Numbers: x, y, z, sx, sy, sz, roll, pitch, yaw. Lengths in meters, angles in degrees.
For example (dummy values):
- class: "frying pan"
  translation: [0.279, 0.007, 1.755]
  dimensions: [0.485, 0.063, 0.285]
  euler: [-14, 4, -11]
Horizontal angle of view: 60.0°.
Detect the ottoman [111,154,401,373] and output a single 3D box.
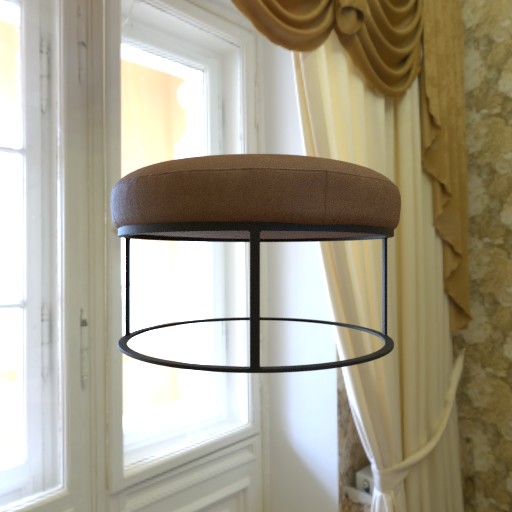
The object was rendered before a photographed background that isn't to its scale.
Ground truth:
- class: "ottoman"
  translation: [0.000, 0.000, 1.236]
  dimensions: [0.771, 0.460, 0.771]
  euler: [0, 0, 0]
